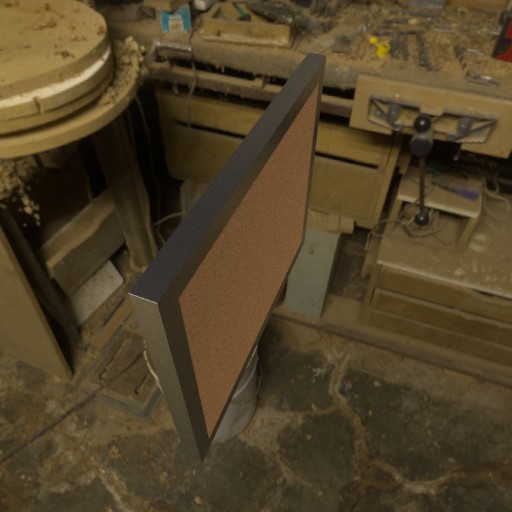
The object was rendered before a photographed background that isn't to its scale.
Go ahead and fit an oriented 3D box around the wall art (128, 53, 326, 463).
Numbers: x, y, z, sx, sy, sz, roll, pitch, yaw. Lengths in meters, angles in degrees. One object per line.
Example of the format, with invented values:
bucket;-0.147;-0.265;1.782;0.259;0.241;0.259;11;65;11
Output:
wall art;0.000;0.000;0.752;0.032;0.456;0.557;17;50;15
